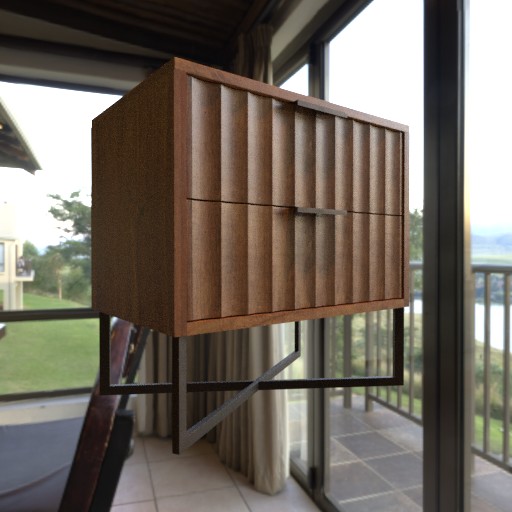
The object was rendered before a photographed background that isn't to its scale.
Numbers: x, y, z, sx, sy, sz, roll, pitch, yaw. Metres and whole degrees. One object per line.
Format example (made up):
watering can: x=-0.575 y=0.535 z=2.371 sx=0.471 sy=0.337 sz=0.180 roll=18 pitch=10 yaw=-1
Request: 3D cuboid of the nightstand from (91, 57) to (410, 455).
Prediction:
nightstand: x=0.000 y=0.000 z=1.020 sx=0.613 sy=0.615 sz=0.427 roll=-1 pitch=1 yaw=-37
